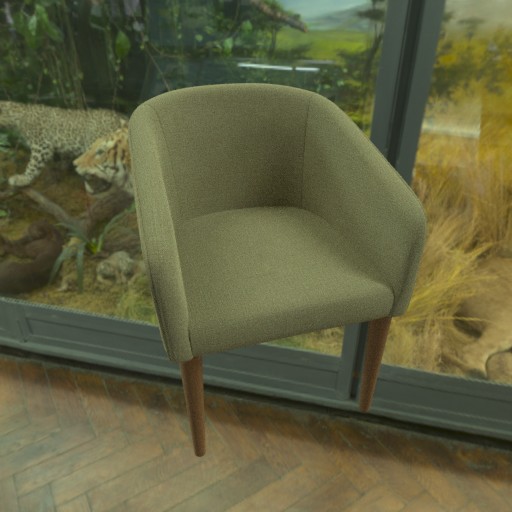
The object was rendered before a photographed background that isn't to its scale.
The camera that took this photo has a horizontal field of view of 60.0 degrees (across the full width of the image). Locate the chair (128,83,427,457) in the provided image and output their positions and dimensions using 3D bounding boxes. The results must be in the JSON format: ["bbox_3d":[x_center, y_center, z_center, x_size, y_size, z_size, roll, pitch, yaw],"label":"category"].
[{"bbox_3d":[0.000,0.000,1.182,0.584,0.775,0.616,-9,32,-15],"label":"chair"}]
